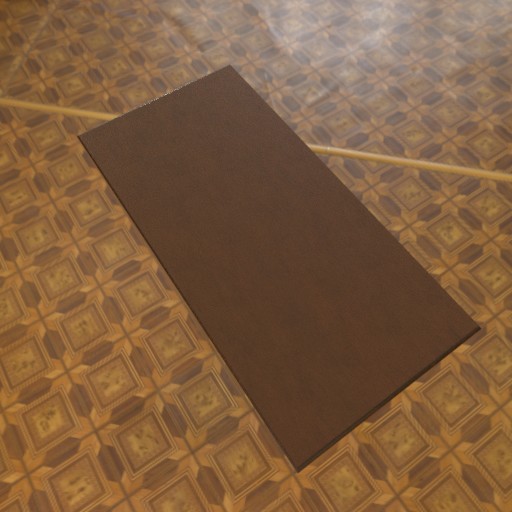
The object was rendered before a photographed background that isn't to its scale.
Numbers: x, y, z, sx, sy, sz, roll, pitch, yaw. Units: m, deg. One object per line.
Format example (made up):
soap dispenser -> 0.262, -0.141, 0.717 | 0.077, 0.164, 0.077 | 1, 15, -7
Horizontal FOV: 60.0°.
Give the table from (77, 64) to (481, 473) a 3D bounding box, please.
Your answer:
table -> 0.000, 0.000, 1.493 | 0.594, 0.459, 1.197 | -31, 67, -15
